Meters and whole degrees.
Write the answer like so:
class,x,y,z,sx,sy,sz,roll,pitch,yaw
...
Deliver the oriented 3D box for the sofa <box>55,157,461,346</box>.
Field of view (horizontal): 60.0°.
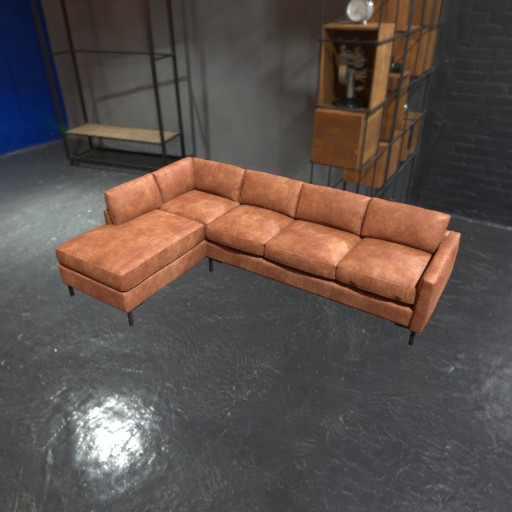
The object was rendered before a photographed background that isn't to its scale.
class,x,y,z,sx,sy,sz,roll,pitch,yaw
sofa,0.000,0.000,3.902,2.984,0.877,1.938,18,35,28
